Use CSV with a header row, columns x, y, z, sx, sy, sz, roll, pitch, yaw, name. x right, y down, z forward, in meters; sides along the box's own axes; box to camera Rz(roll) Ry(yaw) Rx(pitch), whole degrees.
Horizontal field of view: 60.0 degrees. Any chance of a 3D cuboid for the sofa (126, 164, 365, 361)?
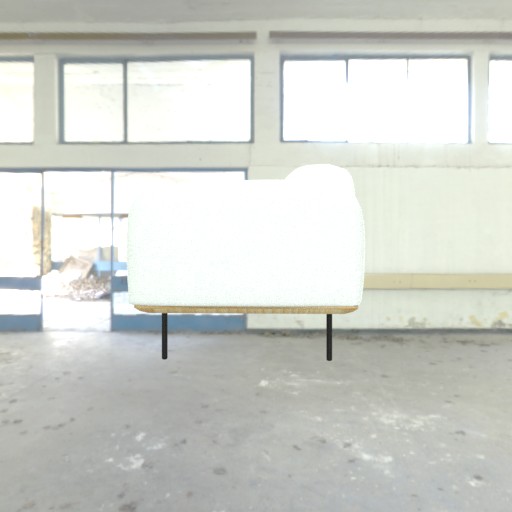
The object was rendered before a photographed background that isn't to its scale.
x,y,z,sx,sy,sz,roll,pitch,yaw,name
0.000,0.000,2.664,0.870,0.780,2.280,0,0,2,sofa
